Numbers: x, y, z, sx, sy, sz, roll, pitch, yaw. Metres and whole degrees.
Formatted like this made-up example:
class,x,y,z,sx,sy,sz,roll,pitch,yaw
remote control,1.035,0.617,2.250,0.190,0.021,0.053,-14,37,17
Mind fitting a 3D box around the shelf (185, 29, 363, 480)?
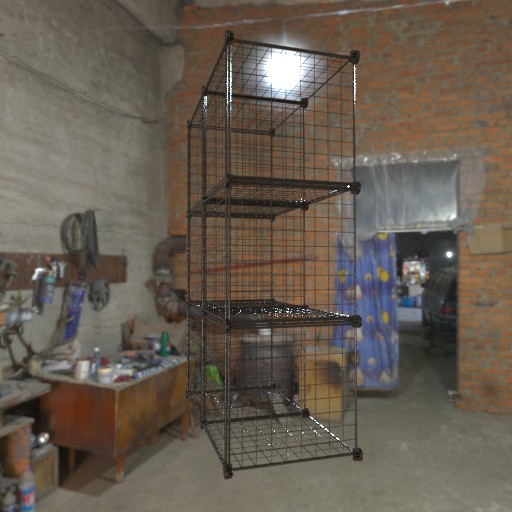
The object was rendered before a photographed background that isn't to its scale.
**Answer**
class,x,y,z,sx,sy,sz,roll,pitch,yaw
shelf,0.000,0.000,1.428,0.356,1.067,0.711,0,-2,-17
